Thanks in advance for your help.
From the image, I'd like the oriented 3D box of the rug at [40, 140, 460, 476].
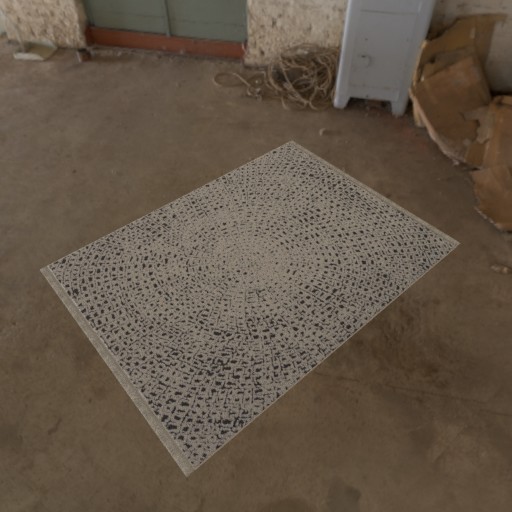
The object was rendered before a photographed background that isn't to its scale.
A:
[{"bbox_3d":[0.000,0.000,2.122,1.634,0.003,1.190,-33,55,-26],"label":"rug"}]
